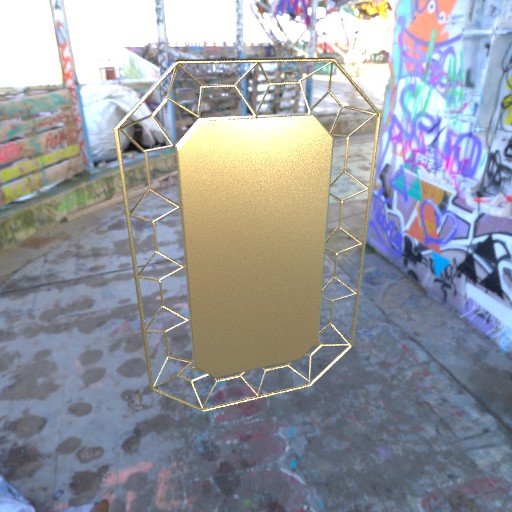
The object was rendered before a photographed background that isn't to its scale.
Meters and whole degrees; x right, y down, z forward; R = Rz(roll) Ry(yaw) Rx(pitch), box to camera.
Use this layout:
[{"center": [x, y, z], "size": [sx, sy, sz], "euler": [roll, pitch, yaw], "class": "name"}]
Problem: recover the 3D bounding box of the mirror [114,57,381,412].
[{"center": [0.000, 0.000, 1.066], "size": [0.572, 0.870, 0.051], "euler": [-8, 28, -16], "class": "mirror"}]
